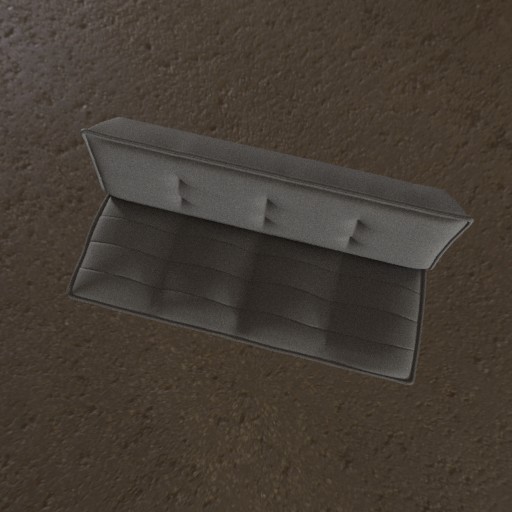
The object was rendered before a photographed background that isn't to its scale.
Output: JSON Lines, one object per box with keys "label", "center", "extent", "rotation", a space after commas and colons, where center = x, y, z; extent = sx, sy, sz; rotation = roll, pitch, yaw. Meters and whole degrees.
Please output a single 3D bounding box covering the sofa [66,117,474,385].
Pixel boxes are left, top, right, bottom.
{"label": "sofa", "center": [0.000, 0.000, 2.456], "extent": [1.940, 0.890, 0.950], "rotation": [14, 75, 4]}
